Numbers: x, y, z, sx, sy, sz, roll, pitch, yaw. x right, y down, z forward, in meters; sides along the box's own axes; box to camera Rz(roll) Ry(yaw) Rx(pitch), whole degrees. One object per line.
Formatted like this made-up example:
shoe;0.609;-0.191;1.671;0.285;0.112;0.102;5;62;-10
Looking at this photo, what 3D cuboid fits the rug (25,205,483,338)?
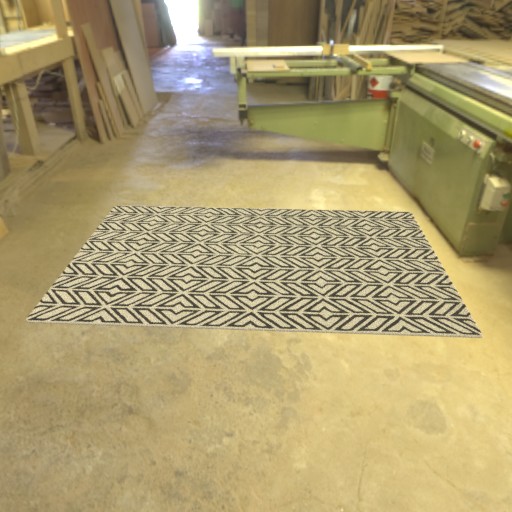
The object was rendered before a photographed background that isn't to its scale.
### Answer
rug;0.000;0.000;2.994;2.438;0.008;1.523;2;31;3
